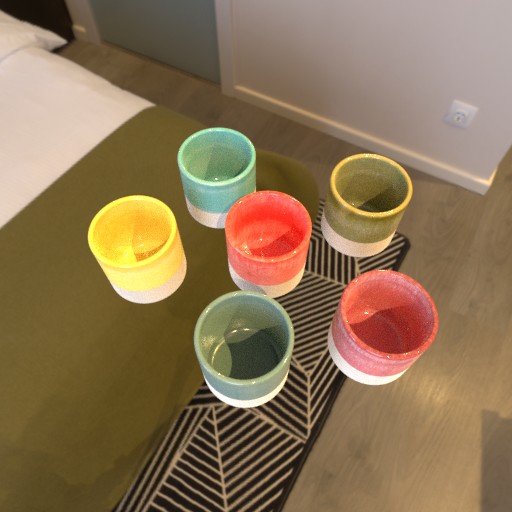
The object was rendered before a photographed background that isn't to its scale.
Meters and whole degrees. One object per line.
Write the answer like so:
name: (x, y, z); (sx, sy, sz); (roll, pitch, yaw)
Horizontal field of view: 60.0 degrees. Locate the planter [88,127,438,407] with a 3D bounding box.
planter: (0.000, 0.000, 0.408); (0.286, 0.075, 0.257); (0, 59, 0)
